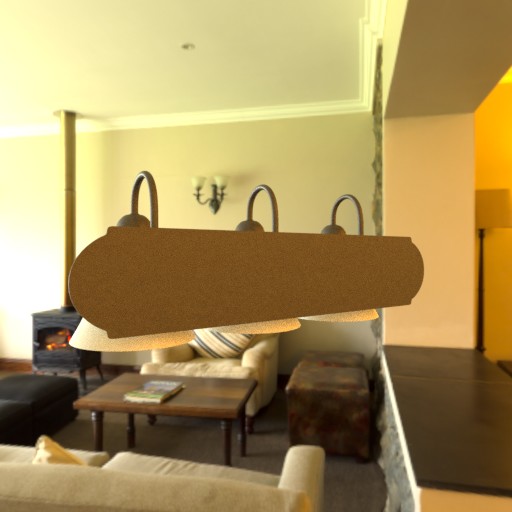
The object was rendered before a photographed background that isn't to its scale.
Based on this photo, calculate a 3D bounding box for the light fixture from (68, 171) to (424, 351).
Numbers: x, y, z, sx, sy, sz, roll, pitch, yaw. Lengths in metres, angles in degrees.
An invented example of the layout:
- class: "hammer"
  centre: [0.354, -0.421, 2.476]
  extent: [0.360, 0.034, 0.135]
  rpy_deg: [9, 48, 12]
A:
- class: "light fixture"
  centre: [0.000, 0.000, 0.702]
  extent: [0.610, 0.222, 0.199]
  rpy_deg: [0, 0, -36]
